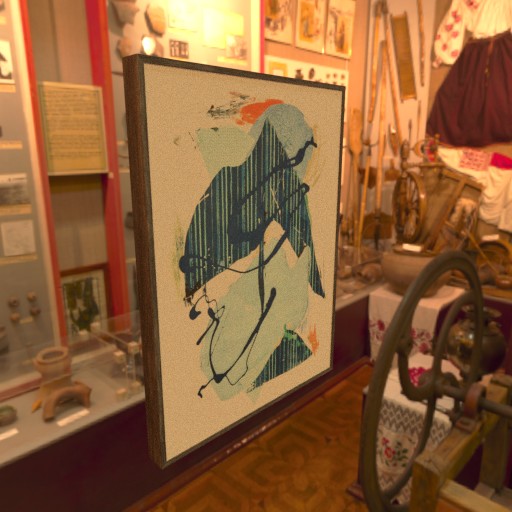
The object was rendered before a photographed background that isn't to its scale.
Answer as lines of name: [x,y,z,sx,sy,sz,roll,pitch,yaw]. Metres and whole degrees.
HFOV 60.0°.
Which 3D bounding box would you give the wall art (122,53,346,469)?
wall art: [0.000,0.000,1.328,0.762,1.016,0.063,-14,20,-43]
